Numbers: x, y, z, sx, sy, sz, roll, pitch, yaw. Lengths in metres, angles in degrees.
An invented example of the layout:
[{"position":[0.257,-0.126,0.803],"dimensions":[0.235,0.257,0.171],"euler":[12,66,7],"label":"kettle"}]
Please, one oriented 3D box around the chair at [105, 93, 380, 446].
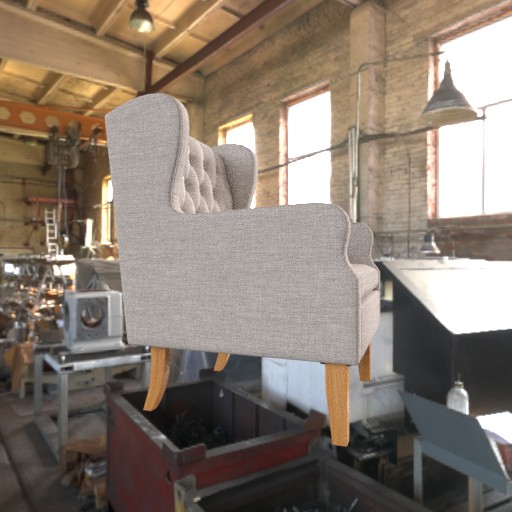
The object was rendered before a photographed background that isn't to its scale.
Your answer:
[{"position":[0.000,0.000,1.492],"dimensions":[0.760,0.930,0.710],"euler":[0,0,20],"label":"chair"}]
